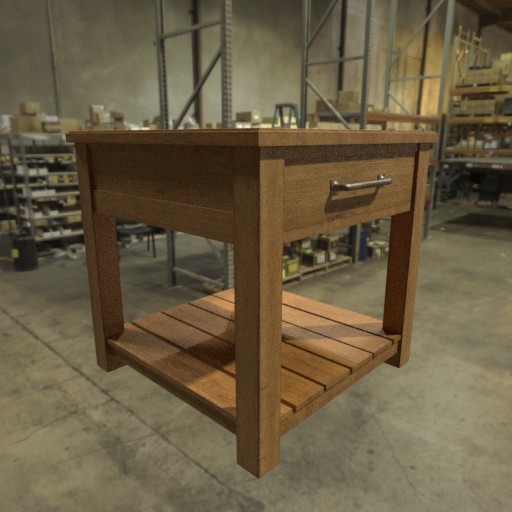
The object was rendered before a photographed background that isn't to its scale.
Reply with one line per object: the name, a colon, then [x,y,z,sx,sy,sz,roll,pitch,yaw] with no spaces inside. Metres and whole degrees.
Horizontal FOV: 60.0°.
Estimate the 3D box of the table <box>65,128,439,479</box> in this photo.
table: [0.000,0.000,1.095,0.612,0.593,0.616,14,20,42]
